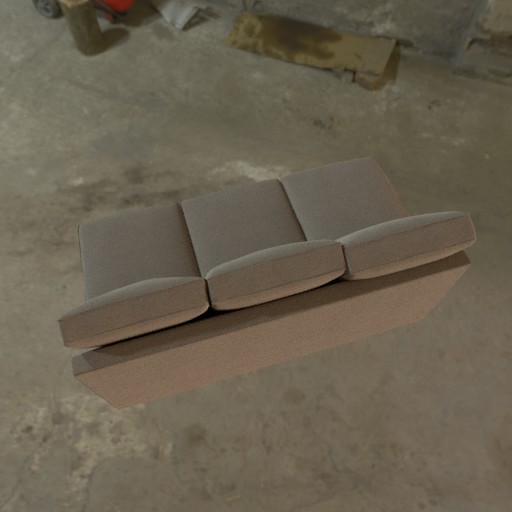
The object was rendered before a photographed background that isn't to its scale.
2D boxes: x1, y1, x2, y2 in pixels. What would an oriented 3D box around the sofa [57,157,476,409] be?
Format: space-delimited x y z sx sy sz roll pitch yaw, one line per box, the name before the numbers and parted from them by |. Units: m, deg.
sofa | 0.000 0.000 2.721 2.092 1.036 1.127 -14 60 -8
